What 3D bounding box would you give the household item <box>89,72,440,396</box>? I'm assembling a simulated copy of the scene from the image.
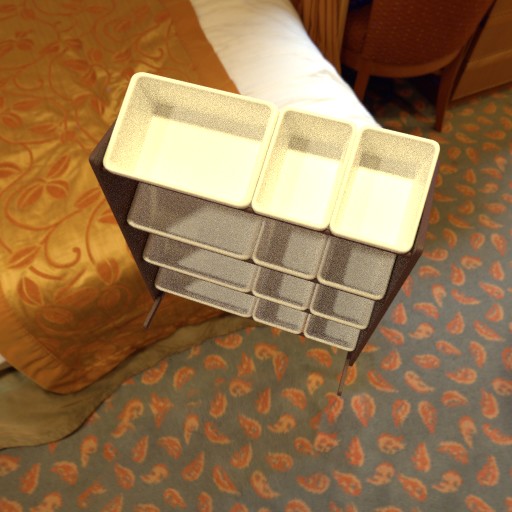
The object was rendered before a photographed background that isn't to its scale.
[{"bbox_3d":[0.000,0.000,1.321,0.787,0.864,0.389,17,60,10],"label":"household item"}]
